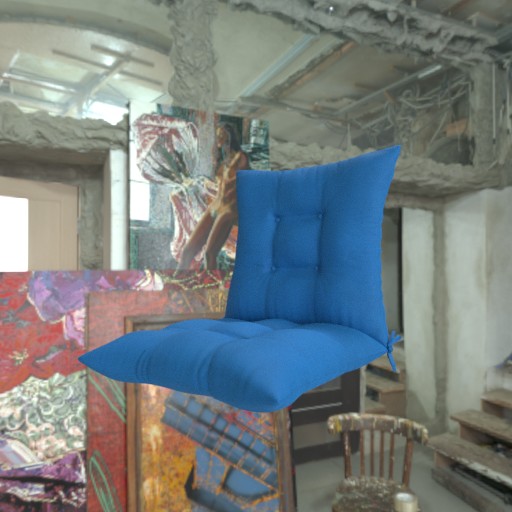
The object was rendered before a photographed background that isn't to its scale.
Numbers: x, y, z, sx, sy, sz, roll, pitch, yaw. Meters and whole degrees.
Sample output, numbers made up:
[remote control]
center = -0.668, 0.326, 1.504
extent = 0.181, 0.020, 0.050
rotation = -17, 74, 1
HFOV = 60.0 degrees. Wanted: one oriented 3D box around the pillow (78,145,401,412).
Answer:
[pillow]
center = 0.000, 0.000, 1.009
extent = 0.541, 0.536, 0.585
rotation = -1, -1, 36
